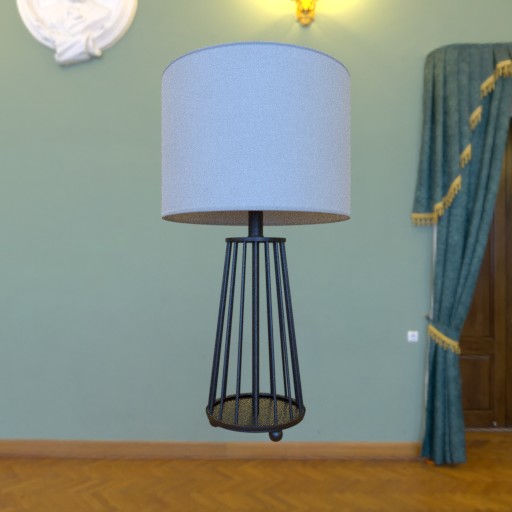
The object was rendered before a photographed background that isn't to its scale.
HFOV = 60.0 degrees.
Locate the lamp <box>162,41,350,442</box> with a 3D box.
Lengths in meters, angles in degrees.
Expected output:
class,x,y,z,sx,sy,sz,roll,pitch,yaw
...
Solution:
class,x,y,z,sx,sy,sz,roll,pitch,yaw
lamp,0.000,0.000,0.772,0.322,0.593,0.322,0,0,-1
